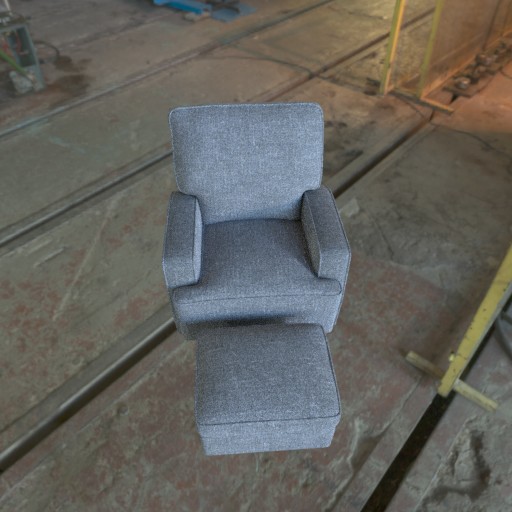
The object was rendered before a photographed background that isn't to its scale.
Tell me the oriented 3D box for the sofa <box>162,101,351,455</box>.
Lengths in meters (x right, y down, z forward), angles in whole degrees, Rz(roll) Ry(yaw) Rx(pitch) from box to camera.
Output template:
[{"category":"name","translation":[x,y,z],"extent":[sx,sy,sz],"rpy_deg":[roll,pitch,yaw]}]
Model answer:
[{"category":"sofa","translation":[0.000,0.000,2.051],"extent":[0.861,0.959,1.472],"rpy_deg":[-3,46,-3]}]
